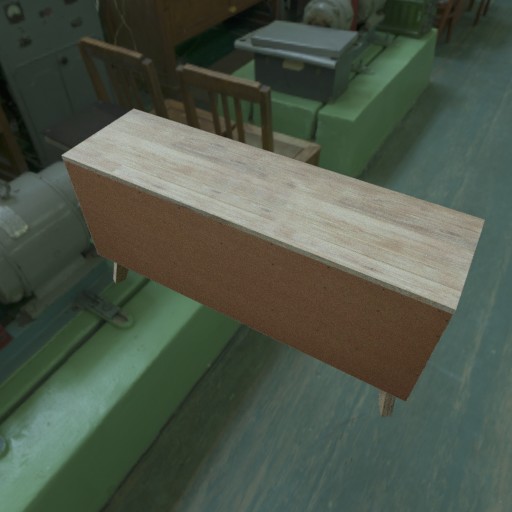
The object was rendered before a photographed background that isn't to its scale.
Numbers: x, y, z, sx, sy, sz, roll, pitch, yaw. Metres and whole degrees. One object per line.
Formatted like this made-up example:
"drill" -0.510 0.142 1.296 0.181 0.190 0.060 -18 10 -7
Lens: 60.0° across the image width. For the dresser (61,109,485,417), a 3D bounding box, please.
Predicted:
"dresser" 0.000 0.000 1.985 1.602 0.788 0.455 22 50 20
